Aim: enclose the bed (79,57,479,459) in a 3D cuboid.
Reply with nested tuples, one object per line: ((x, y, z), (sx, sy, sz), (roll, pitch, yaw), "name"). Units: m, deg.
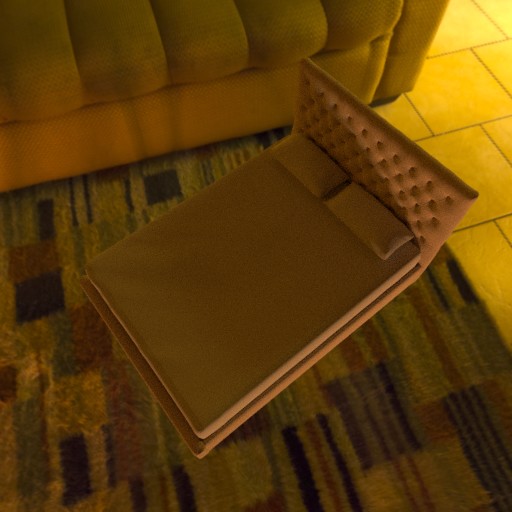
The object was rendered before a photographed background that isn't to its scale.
((0.000, 0.000, 3.406), (2.387, 1.427, 1.698), (-35, 67, -17), "bed")
